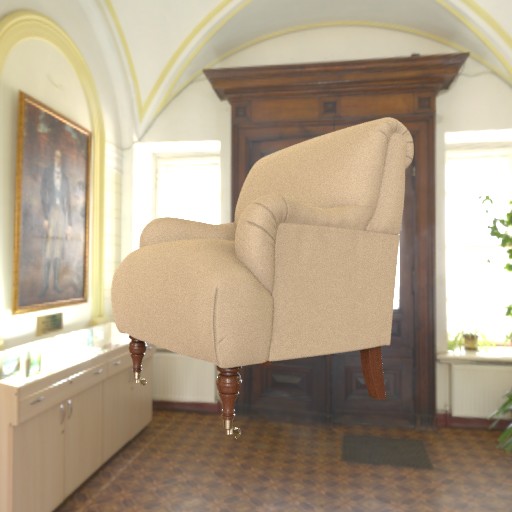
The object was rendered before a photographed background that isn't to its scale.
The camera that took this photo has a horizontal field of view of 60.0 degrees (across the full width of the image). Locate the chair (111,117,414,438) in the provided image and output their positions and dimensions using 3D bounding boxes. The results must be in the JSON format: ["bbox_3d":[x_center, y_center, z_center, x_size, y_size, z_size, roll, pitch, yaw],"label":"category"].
[{"bbox_3d":[0.000,0.000,1.557,0.842,0.942,0.766,1,-2,-36],"label":"chair"}]
